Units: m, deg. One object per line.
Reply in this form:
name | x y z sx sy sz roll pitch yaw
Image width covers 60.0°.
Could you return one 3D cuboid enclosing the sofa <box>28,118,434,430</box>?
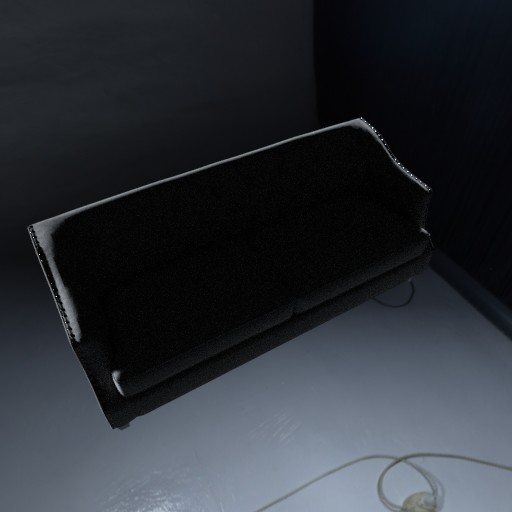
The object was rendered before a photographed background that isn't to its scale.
sofa | 0.000 0.000 2.710 2.235 0.901 0.914 -23 50 -20
